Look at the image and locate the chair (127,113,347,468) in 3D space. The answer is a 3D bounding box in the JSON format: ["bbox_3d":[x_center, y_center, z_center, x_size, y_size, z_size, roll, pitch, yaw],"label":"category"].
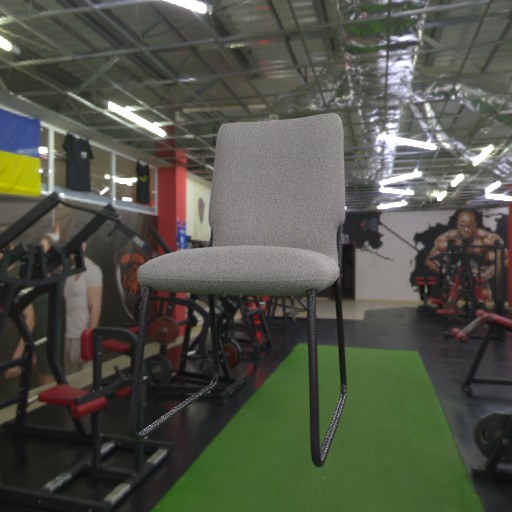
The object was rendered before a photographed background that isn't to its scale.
[{"bbox_3d":[0.000,0.000,1.190,0.448,0.864,0.560,0,0,18],"label":"chair"}]
